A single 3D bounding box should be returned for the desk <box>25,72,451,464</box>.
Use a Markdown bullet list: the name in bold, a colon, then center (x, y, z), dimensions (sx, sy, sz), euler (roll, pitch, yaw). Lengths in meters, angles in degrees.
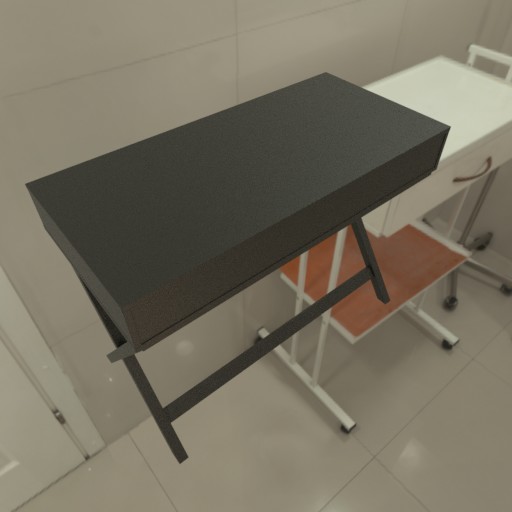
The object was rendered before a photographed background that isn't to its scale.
- **desk**: center (0.000, 0.000, 1.464), dimensions (1.057, 0.780, 0.504), euler (-30, 52, -27)
